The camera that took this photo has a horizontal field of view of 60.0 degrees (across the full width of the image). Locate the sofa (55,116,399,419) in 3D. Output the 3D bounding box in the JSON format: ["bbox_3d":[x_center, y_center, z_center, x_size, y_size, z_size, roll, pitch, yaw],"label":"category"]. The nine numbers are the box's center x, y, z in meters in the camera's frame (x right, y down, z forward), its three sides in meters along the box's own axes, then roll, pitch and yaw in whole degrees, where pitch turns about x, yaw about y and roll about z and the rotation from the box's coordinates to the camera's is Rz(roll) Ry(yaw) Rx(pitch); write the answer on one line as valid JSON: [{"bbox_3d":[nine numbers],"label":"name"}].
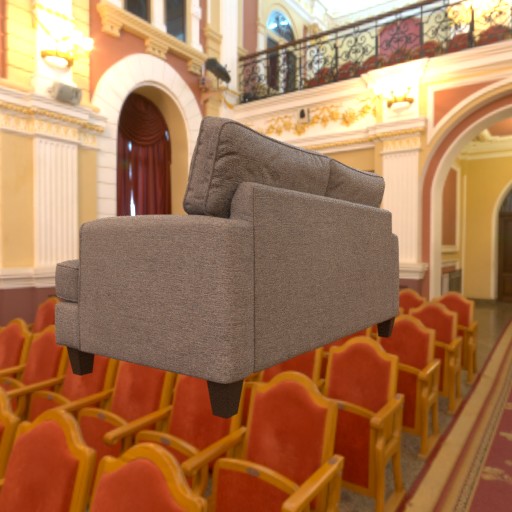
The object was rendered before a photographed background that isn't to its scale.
[{"bbox_3d":[0.000,0.000,2.228,0.965,0.965,1.651,1,1,35],"label":"sofa"}]
